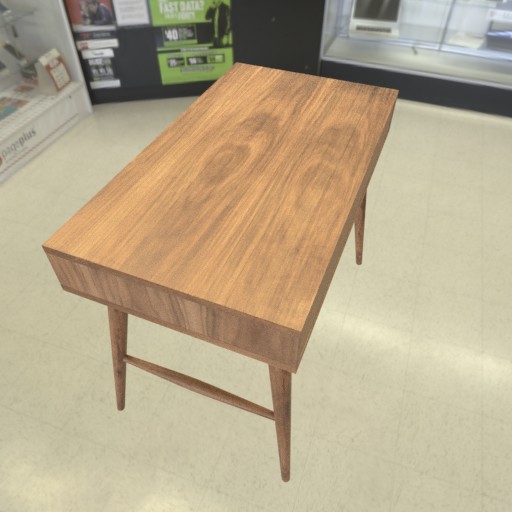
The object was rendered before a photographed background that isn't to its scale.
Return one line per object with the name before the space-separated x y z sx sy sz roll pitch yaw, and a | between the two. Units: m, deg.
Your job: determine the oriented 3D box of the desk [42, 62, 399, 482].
desk | 0.000 0.000 1.386 0.588 0.758 0.949 16 48 15
